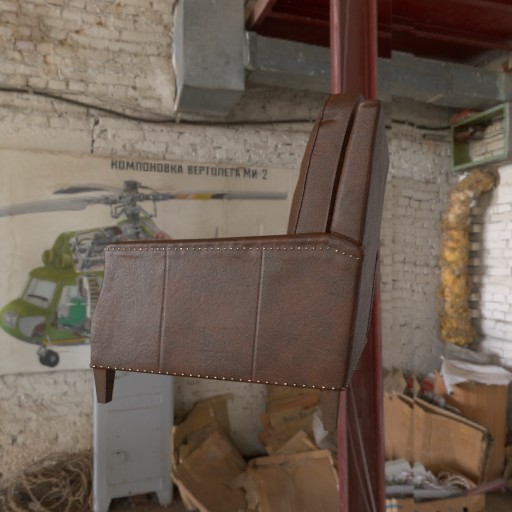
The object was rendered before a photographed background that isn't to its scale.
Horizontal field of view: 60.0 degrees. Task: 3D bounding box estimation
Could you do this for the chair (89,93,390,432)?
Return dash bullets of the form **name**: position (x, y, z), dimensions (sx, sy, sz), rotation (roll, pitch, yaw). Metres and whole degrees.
- **chair**: position (0.000, 0.000, 1.821), dimensions (1.035, 1.054, 0.854), rotation (0, 0, 18)
